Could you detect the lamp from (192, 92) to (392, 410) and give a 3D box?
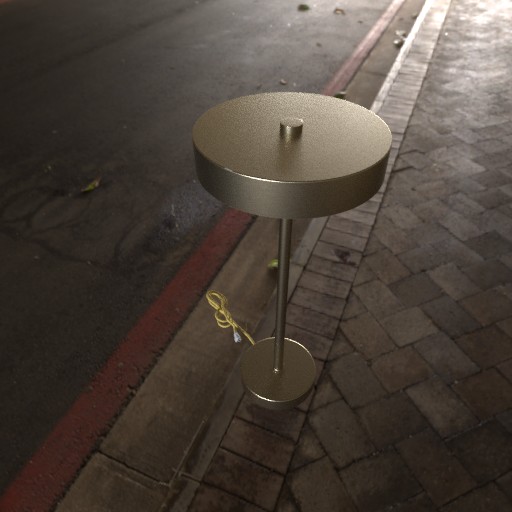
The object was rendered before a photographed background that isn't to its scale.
[{"bbox_3d":[0.000,0.000,0.718,0.229,0.508,0.369,-25,47,-26],"label":"lamp"}]
